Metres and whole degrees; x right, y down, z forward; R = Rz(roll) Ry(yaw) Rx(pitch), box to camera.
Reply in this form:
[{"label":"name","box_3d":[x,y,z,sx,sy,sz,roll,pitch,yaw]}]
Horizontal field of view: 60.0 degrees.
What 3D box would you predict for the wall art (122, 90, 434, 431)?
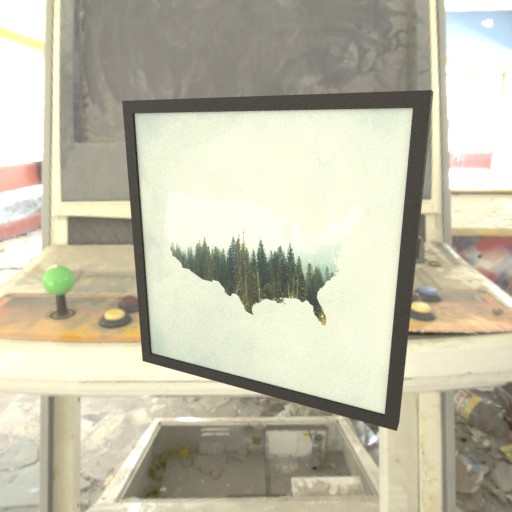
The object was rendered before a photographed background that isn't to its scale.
[{"label":"wall art","box_3d":[0.000,0.000,1.126,0.763,0.763,0.038,8,18,25]}]
